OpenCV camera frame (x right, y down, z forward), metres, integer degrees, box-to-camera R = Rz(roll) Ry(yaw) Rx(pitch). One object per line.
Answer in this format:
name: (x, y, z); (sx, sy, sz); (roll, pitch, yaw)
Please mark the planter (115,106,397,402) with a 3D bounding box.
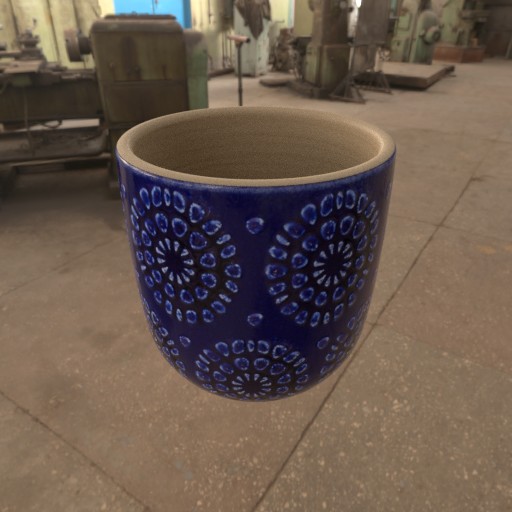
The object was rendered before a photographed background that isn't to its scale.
planter: (0.000, 0.000, 0.203); (0.109, 0.112, 0.109); (0, 31, 0)
